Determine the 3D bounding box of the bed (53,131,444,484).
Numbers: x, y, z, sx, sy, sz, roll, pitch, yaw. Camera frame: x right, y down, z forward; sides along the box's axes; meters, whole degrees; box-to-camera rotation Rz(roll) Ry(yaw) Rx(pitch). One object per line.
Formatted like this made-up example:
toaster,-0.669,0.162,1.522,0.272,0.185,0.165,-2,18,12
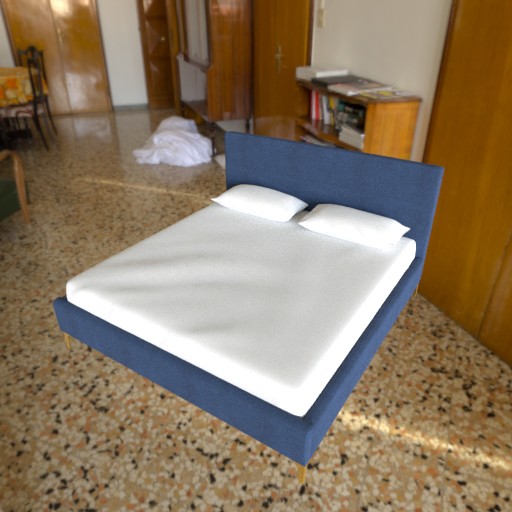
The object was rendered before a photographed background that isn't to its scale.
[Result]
bed,0.000,0.000,3.438,2.096,1.231,2.232,18,34,29
